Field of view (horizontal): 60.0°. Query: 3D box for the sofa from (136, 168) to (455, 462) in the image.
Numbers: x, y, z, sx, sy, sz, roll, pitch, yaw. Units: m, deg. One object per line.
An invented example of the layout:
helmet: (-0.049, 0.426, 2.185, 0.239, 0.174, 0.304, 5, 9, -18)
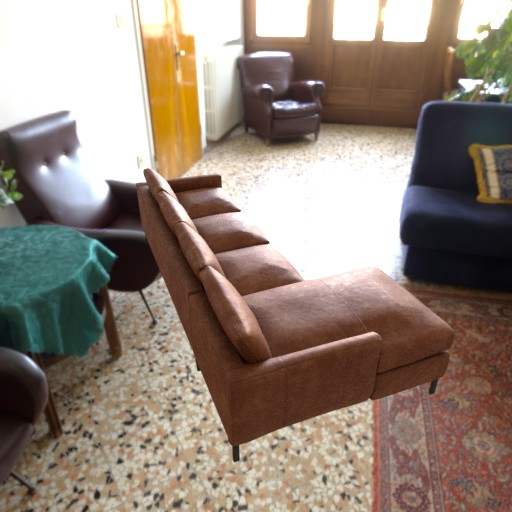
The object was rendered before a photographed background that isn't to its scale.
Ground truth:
sofa: (0.000, 0.000, 3.683, 1.471, 0.859, 2.993, -11, 32, -19)
